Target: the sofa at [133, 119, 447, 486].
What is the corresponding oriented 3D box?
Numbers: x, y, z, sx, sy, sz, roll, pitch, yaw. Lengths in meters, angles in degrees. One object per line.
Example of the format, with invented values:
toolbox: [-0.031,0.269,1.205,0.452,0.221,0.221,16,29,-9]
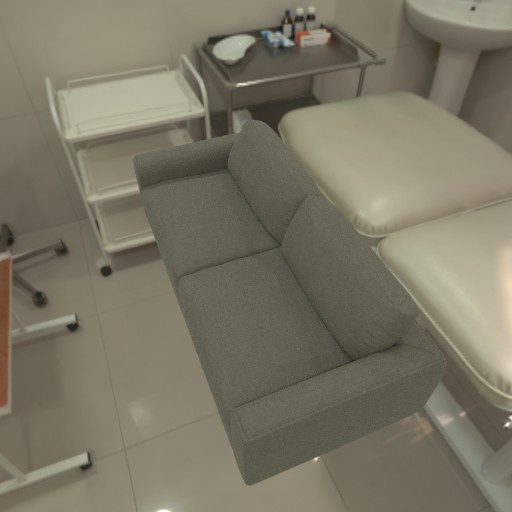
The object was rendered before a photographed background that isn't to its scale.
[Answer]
sofa: [0.000,0.000,2.752,1.070,0.801,2.262,-17,49,-15]
